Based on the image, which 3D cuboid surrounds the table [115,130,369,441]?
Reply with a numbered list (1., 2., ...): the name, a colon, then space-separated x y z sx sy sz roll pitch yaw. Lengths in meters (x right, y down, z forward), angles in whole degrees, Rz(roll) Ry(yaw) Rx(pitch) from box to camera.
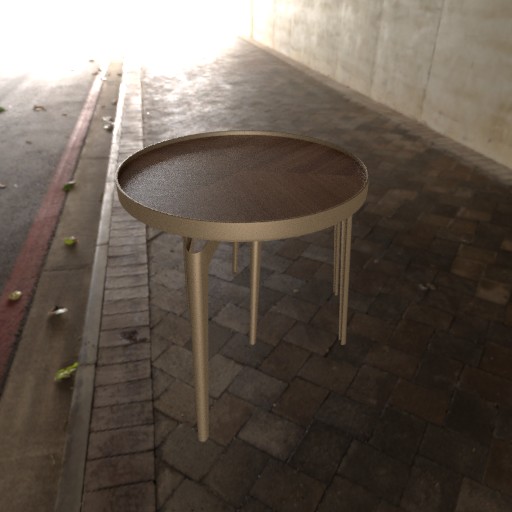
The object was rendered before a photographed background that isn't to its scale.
1. table: 0.000 0.000 1.165 0.532 0.555 0.751 11 33 16
